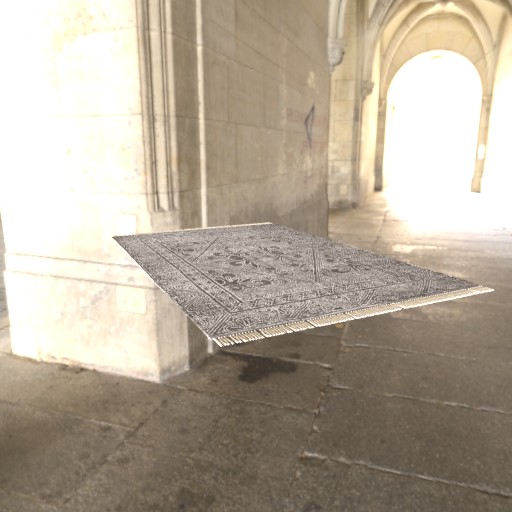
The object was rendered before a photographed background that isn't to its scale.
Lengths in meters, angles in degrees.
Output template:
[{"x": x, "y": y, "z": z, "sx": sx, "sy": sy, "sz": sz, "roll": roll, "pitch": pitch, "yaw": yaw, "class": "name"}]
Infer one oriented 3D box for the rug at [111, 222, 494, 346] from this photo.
[{"x": 0.000, "y": 0.000, "z": 2.990, "sx": 1.529, "sy": 0.010, "sz": 2.440, "roll": -7, "pitch": 15, "yaw": -26, "class": "rug"}]
